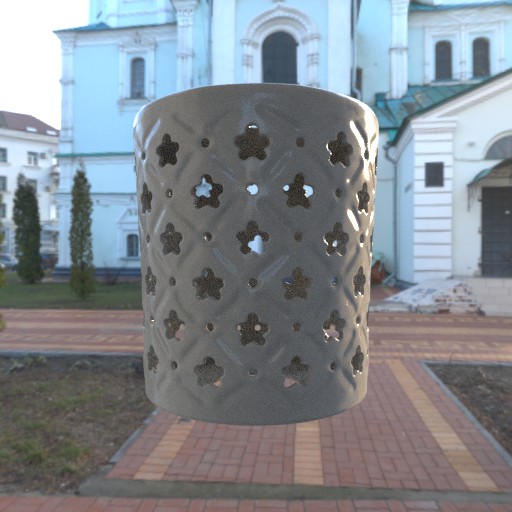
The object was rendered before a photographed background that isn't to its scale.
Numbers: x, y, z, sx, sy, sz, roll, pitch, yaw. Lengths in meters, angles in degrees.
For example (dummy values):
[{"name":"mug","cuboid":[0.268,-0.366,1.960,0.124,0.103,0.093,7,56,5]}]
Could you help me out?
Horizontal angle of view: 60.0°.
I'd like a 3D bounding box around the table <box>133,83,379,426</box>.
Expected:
[{"name":"table","cuboid":[0.000,0.000,0.654,0.352,0.387,0.352,0,0,0]}]
